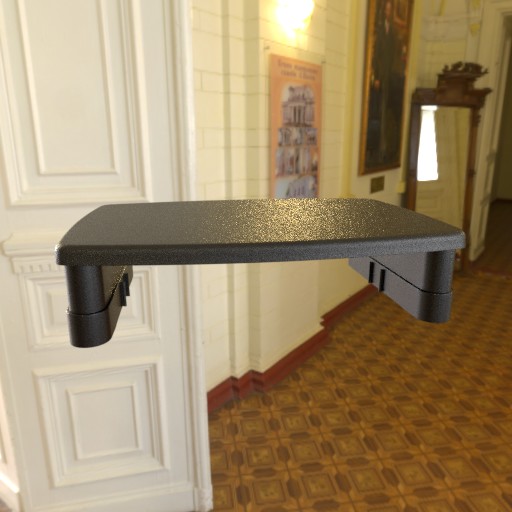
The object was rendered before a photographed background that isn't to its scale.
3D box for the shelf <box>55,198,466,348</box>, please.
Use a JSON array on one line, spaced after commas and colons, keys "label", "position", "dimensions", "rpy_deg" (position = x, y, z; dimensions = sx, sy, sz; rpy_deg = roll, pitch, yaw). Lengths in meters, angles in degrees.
[{"label": "shelf", "position": [0.000, 0.000, 0.537], "dimensions": [0.410, 0.100, 0.280], "rpy_deg": [-2, 16, -9]}]
